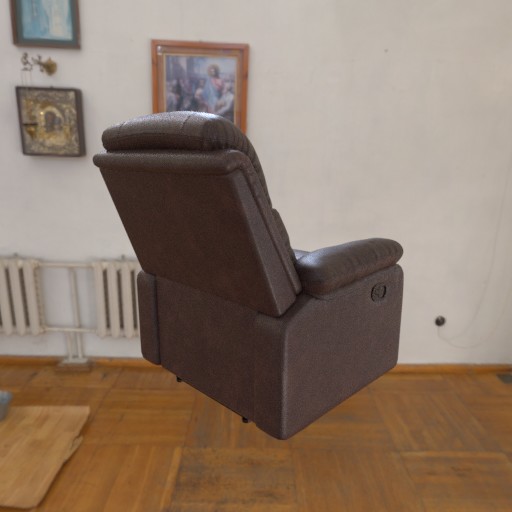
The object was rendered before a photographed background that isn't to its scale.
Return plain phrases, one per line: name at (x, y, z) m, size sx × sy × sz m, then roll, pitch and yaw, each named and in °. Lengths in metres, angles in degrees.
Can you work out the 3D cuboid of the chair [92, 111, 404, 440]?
chair at (0.000, 0.000, 1.670) m, size 0.919 × 0.992 × 0.855 m, roll -13°, pitch 18°, yaw -43°
